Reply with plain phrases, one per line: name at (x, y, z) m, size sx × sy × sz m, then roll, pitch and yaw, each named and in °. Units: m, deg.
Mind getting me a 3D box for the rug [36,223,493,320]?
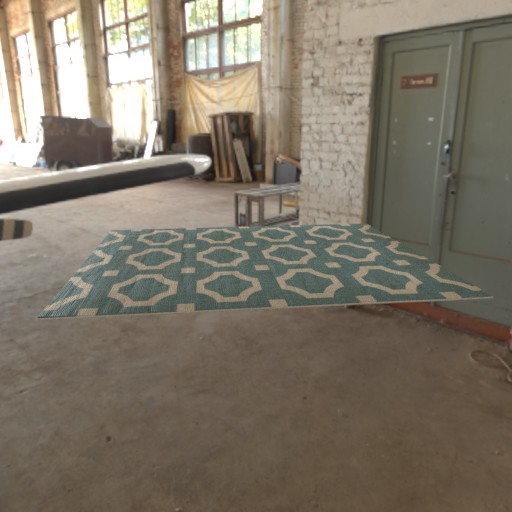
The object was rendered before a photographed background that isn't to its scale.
rug at (0.000, 0.000, 4.093) m, size 3.049 × 0.021 × 2.466 m, roll -2°, pitch 16°, yaw -7°
